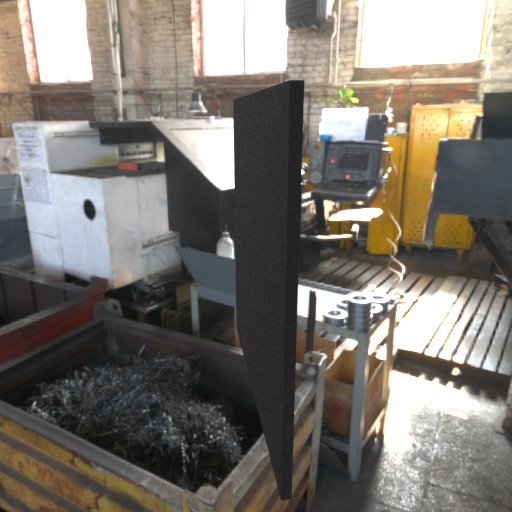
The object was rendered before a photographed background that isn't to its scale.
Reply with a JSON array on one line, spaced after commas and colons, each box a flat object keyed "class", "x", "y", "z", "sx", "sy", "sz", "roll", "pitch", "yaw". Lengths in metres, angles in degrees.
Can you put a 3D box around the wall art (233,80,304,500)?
[{"class": "wall art", "x": 0.000, "y": 0.000, "z": 0.665, "sx": 0.013, "sy": 0.458, "sz": 0.456, "roll": -3, "pitch": 18, "yaw": -9}]
